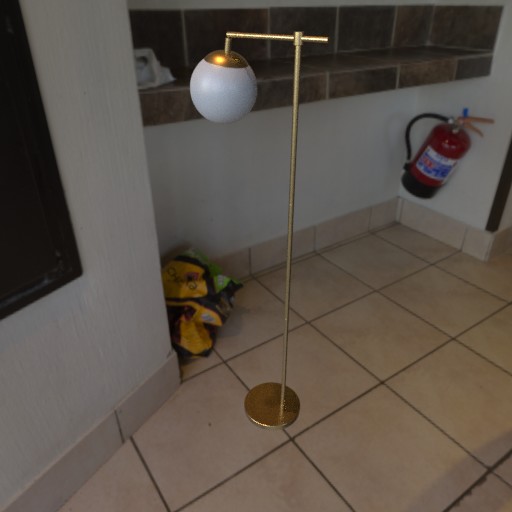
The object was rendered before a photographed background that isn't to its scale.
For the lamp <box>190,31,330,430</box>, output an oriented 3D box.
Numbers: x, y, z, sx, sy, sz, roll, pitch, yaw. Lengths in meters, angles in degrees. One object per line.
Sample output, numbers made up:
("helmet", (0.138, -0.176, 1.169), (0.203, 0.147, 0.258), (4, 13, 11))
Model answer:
("lamp", (0.000, 0.000, 1.654), (0.476, 1.505, 0.249), (21, 36, 31))
